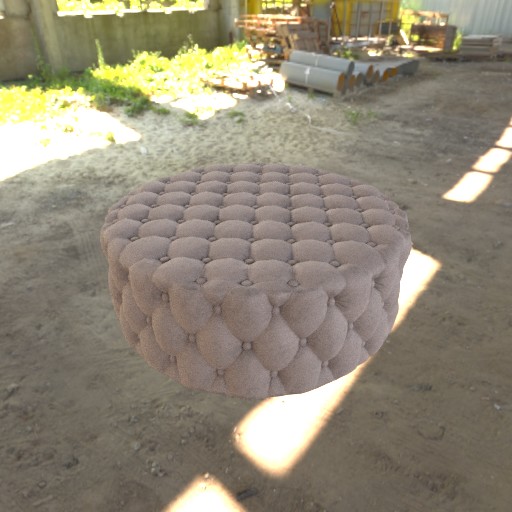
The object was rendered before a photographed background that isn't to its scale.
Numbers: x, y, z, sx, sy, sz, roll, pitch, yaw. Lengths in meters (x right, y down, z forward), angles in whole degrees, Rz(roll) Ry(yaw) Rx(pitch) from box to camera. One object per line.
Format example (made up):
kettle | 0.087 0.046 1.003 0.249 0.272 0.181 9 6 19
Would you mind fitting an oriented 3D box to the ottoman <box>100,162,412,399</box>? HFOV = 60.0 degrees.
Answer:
ottoman | 0.000 0.000 1.543 0.998 0.399 0.998 0 30 0
